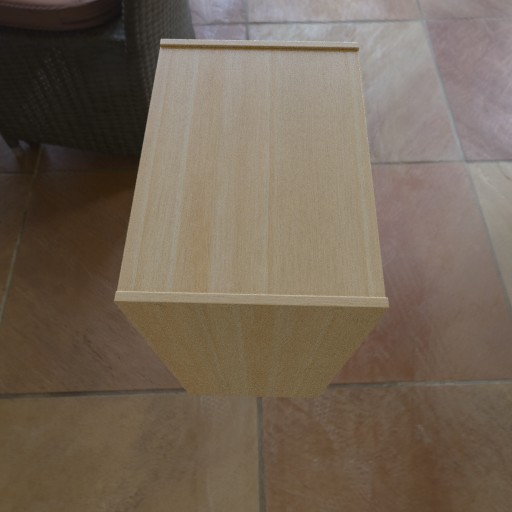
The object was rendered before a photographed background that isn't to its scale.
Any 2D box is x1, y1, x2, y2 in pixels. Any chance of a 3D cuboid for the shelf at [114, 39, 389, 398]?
[{"bbox_3d":[0.000,0.000,0.822,0.290,0.592,0.414,1,64,1],"label":"shelf"}]
